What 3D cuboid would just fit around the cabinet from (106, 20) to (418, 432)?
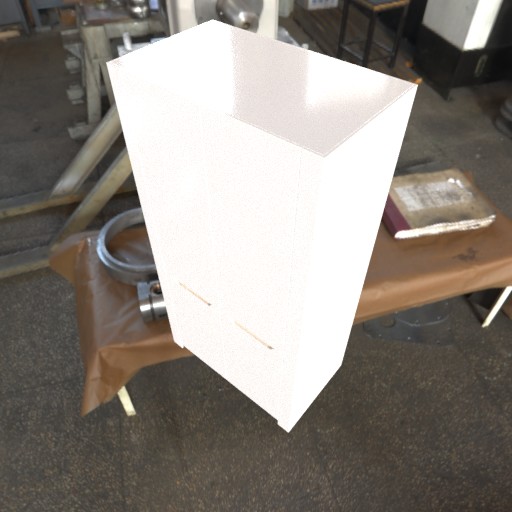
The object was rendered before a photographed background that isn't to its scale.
[{"bbox_3d":[0.000,0.000,2.297,0.980,1.920,0.580,31,54,26],"label":"cabinet"}]
